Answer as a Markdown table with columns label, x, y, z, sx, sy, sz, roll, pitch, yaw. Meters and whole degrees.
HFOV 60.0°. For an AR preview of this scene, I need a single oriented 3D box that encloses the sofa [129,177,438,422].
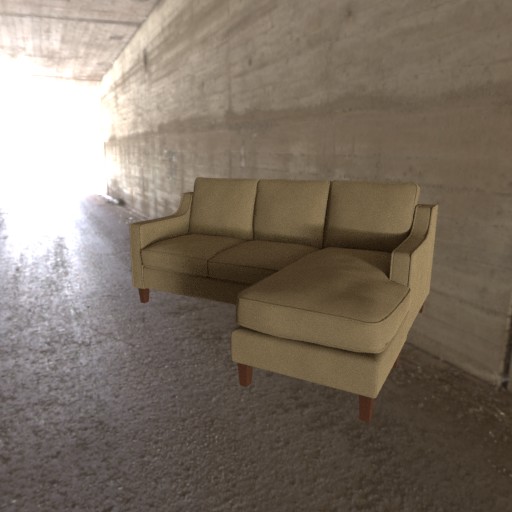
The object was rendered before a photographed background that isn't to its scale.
| label | x | y | z | sx | sy | sz | roll | pitch | yaw |
| --- | --- | --- | --- | --- | --- | --- | --- | --- | --- |
| sofa | 0.000 | 0.000 | 3.298 | 2.317 | 1.066 | 1.858 | 7 | 16 | 28 |
